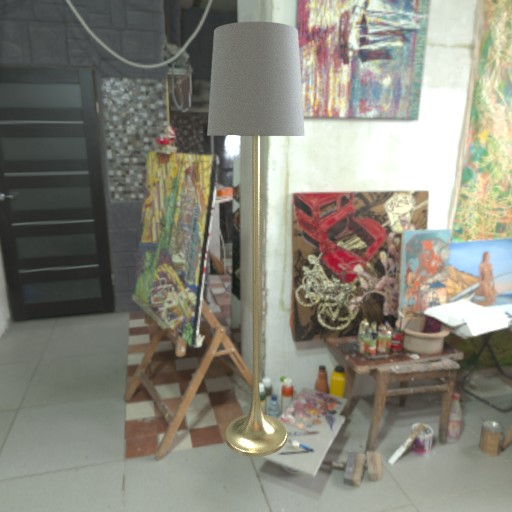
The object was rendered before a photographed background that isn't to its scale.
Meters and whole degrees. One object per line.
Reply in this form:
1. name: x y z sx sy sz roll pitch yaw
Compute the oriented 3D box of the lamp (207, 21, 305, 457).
1. lamp: 0.000 0.000 1.650 0.337 1.543 0.337 0 15 0
